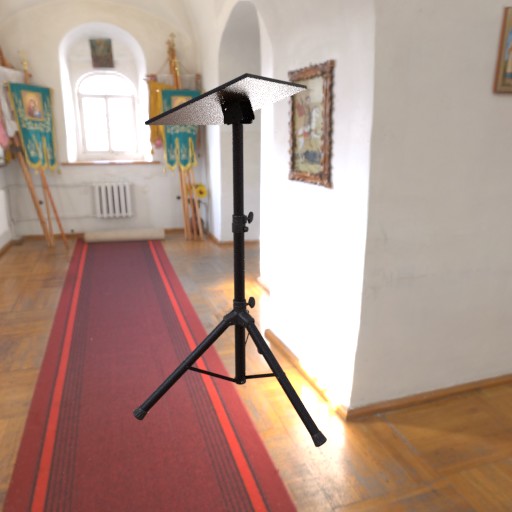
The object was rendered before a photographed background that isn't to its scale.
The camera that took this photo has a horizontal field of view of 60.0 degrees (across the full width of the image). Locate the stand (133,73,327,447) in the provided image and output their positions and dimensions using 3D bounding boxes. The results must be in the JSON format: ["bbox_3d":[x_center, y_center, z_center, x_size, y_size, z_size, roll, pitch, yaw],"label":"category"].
[{"bbox_3d":[0.000,0.000,1.642,0.702,1.198,0.702,8,18,25],"label":"stand"}]
